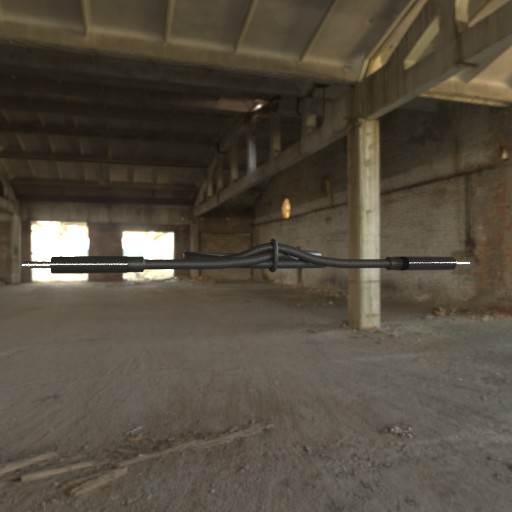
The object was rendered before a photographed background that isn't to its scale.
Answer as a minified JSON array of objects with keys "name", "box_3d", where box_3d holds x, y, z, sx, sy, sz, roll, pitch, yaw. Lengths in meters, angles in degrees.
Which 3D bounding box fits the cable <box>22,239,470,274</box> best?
[{"name":"cable","box_3d":[0.000,0.000,0.208,0.186,0.014,0.070,0,0,-18]}]
